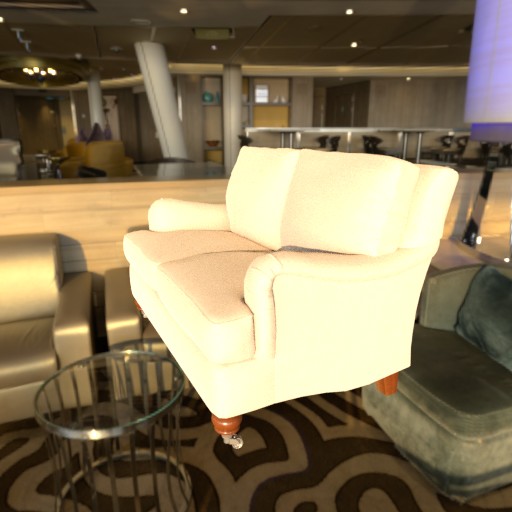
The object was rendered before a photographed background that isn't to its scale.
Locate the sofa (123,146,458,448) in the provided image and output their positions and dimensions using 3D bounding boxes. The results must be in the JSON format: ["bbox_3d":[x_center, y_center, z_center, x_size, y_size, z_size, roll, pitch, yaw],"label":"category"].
[{"bbox_3d":[0.000,0.000,2.243,1.087,1.048,1.508,-8,18,-26],"label":"sofa"}]
